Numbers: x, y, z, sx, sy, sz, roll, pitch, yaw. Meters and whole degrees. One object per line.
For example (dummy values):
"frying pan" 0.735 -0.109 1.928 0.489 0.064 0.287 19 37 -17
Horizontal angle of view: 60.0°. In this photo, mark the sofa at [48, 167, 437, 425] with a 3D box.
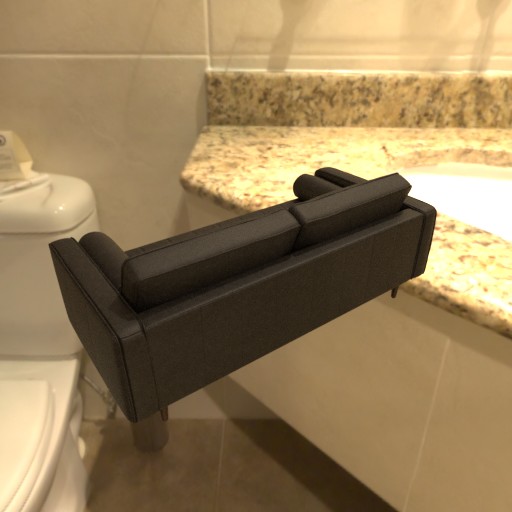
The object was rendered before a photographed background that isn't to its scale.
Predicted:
"sofa" 0.000 0.000 2.386 1.879 0.770 0.921 -20 36 -31
